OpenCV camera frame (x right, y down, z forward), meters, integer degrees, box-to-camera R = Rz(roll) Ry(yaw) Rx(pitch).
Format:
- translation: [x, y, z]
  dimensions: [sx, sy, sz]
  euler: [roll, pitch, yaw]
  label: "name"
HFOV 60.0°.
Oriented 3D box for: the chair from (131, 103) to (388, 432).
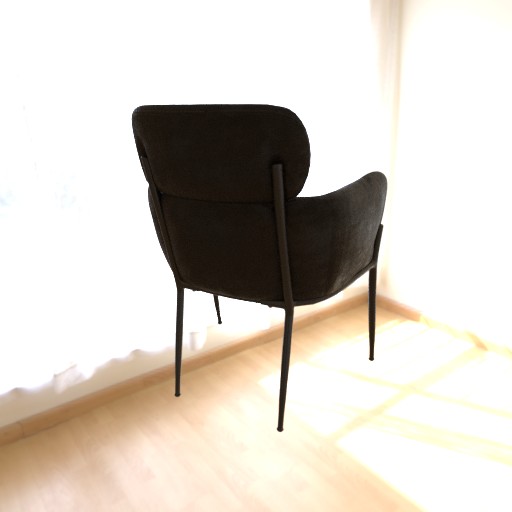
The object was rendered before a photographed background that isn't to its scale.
- translation: [0.000, 0.000, 1.272]
  dimensions: [0.640, 0.818, 0.604]
  euler: [9, 20, 26]
  label: "chair"
